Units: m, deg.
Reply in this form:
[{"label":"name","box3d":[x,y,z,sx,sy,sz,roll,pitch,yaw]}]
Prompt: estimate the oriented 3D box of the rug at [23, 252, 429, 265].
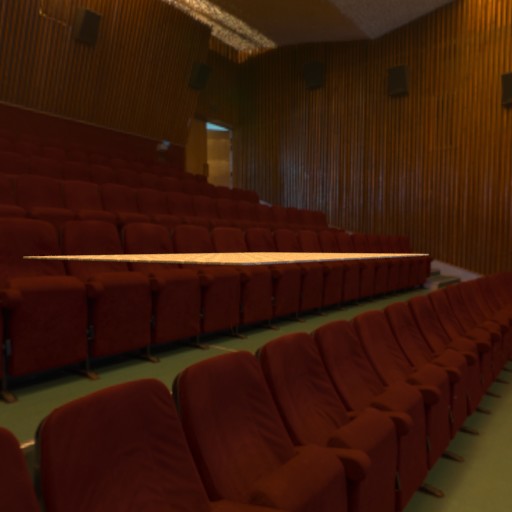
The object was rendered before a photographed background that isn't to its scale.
[{"label":"rug","box3d":[0.000,0.000,2.680,1.451,0.010,2.080,1,1,37]}]
